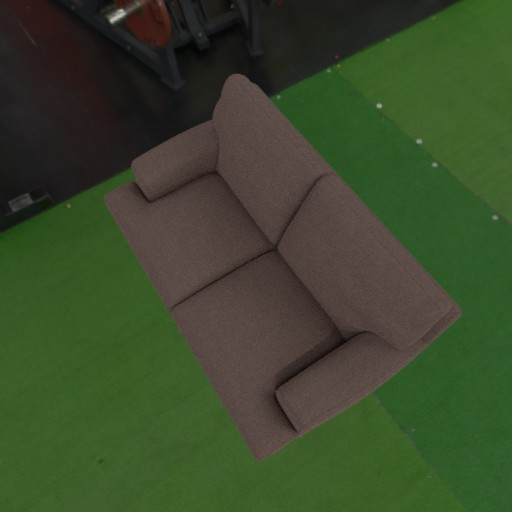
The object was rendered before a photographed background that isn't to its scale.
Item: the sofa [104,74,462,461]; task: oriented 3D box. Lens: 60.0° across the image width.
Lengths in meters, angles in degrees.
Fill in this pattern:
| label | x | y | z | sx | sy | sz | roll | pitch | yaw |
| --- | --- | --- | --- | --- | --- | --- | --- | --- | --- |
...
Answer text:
| label | x | y | z | sx | sy | sz | roll | pitch | yaw |
| --- | --- | --- | --- | --- | --- | --- | --- | --- | --- |
| sofa | 0.000 | 0.000 | 2.508 | 1.140 | 0.950 | 1.869 | -30 | 66 | -15 |
